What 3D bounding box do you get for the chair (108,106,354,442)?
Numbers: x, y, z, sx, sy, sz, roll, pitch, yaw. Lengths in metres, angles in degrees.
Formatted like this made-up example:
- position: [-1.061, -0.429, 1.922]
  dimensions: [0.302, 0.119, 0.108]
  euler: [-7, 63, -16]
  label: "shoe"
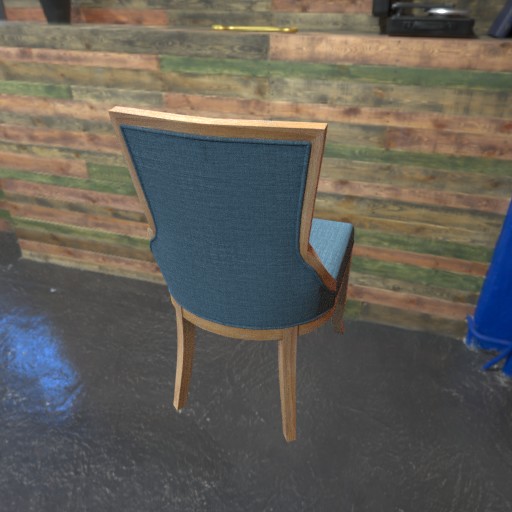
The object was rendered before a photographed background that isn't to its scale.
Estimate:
- position: [0.000, 0.000, 1.332]
  dimensions: [0.524, 0.947, 0.641]
  euler: [10, 32, 16]
  label: "chair"
